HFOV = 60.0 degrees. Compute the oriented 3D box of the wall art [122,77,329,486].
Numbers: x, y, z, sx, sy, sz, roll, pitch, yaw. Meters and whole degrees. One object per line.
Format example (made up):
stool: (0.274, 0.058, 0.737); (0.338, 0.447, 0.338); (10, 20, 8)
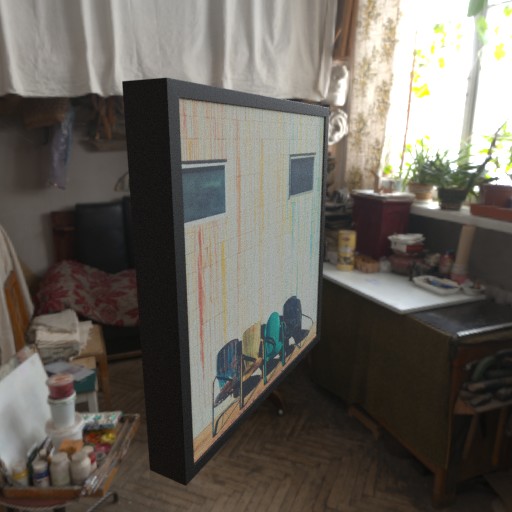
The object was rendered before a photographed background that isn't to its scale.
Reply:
wall art: (0.000, 0.000, 0.451); (0.038, 0.304, 0.304); (8, 17, 27)
